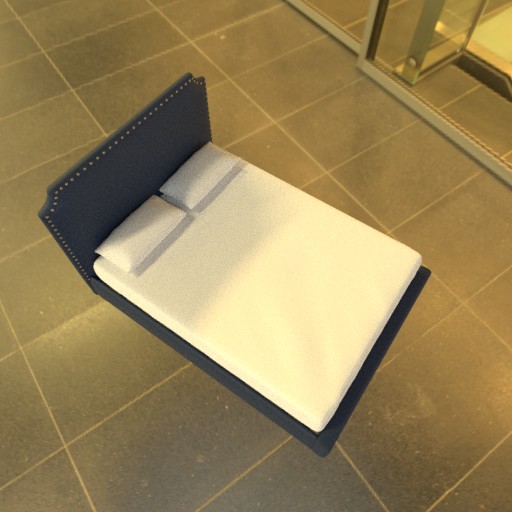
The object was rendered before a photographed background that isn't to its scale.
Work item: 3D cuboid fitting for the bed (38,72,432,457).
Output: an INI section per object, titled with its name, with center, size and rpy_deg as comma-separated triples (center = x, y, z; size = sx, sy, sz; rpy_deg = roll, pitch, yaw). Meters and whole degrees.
[bed]
center = 0.000, 0.000, 3.412
size = 2.372, 1.443, 1.712
rpy_deg = 31, 64, 17
